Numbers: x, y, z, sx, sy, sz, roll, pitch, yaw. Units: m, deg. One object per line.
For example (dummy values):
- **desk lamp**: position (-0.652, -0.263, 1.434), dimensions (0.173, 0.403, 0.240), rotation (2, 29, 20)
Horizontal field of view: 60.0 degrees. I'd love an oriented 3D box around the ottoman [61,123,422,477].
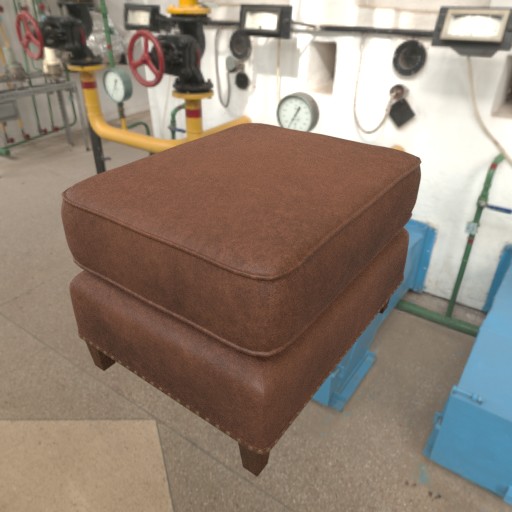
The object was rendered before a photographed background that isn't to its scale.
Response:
- **ottoman**: position (0.000, 0.000, 1.133), dimensions (0.589, 0.537, 0.738), rotation (21, 37, 30)
